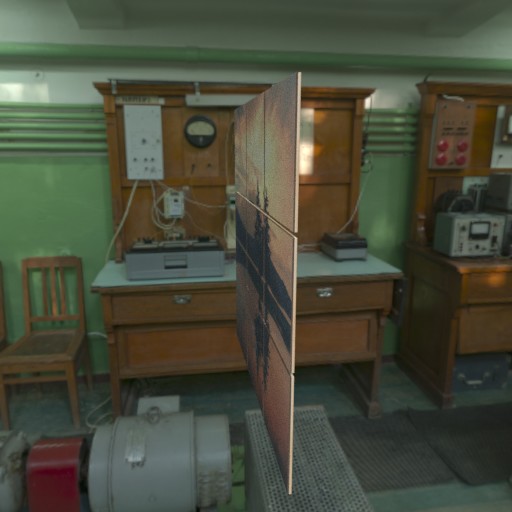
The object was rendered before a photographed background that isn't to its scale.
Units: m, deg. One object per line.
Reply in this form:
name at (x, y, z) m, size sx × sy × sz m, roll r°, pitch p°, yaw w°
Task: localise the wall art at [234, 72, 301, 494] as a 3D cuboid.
wall art at (0.000, 0.000, 1.802) m, size 0.013 × 1.218 × 1.216 m, roll -2°, pitch 14°, yaw -10°
